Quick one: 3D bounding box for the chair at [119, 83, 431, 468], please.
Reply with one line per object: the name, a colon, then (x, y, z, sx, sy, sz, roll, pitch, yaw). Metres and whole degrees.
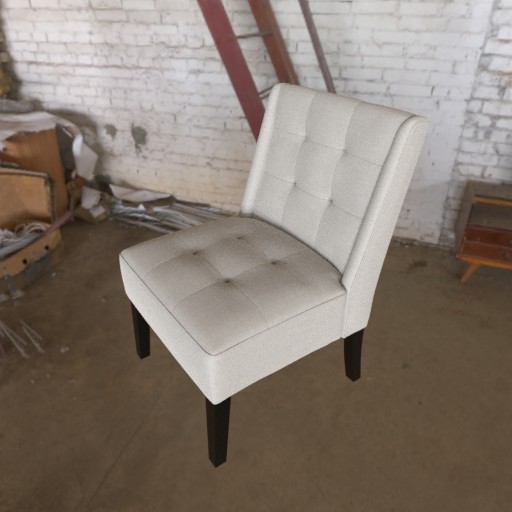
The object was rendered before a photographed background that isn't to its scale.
chair: (0.000, 0.000, 1.325, 0.676, 0.853, 0.569, -20, 37, -30)
